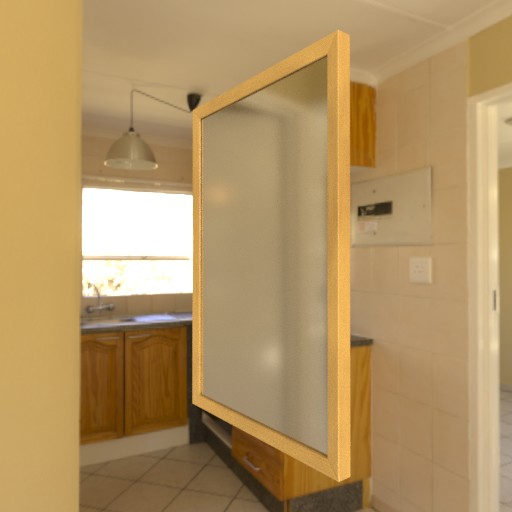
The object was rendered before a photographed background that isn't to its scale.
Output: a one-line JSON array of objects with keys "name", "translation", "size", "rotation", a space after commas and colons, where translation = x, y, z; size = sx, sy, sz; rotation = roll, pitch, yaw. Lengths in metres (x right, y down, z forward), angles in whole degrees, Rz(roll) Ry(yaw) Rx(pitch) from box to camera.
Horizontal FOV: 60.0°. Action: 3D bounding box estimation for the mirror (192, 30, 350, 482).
[{"name": "mirror", "translation": [0.000, 0.000, 1.152], "size": [0.040, 0.915, 0.609], "rotation": [0, -1, -37]}]
